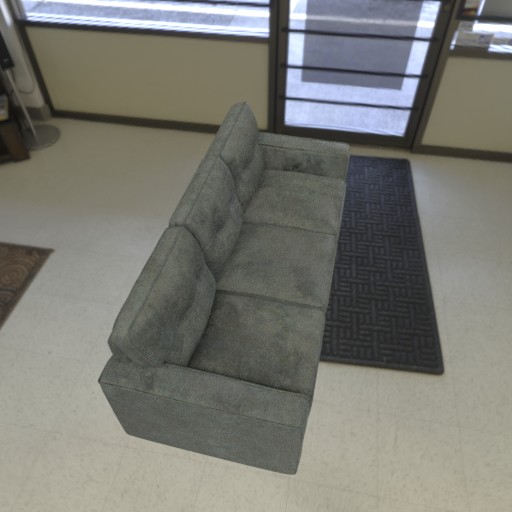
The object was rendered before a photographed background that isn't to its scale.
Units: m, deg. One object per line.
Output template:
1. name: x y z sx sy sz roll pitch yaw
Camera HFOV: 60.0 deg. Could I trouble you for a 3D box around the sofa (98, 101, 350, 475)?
1. sofa: 0.000 0.000 2.668 0.939 0.965 2.133 10 48 9
